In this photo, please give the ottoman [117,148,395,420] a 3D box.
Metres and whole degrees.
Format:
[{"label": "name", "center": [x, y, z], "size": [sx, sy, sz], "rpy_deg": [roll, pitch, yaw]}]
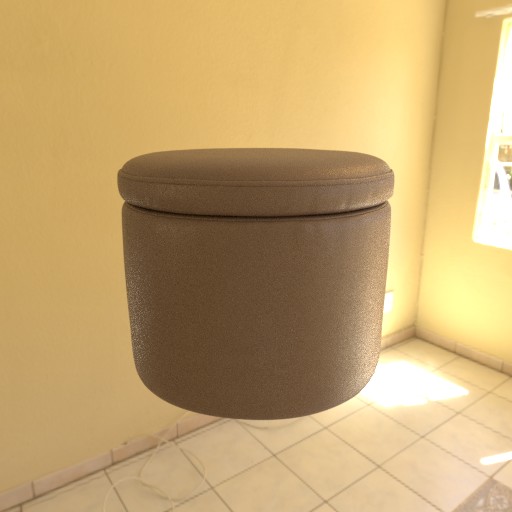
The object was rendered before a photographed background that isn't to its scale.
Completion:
[{"label": "ottoman", "center": [0.000, 0.000, 0.874], "size": [0.500, 0.409, 0.500], "rpy_deg": [0, 15, 0]}]
